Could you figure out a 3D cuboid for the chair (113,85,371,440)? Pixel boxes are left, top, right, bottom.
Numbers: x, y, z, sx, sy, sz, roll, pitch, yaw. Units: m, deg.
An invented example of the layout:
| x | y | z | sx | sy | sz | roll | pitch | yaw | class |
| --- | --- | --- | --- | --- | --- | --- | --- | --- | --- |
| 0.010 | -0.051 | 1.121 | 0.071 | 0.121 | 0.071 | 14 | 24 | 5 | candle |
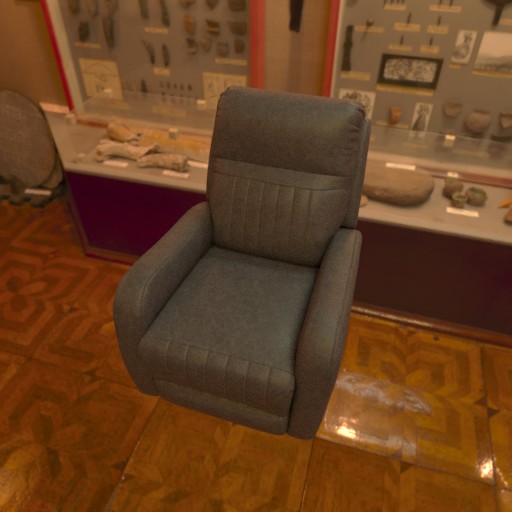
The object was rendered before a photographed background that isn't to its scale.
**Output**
| x | y | z | sx | sy | sz | roll | pitch | yaw | class |
| --- | --- | --- | --- | --- | --- | --- | --- | --- | --- |
| 0.000 | 0.000 | 1.851 | 0.865 | 1.067 | 1.067 | 12 | 42 | 14 | chair |
